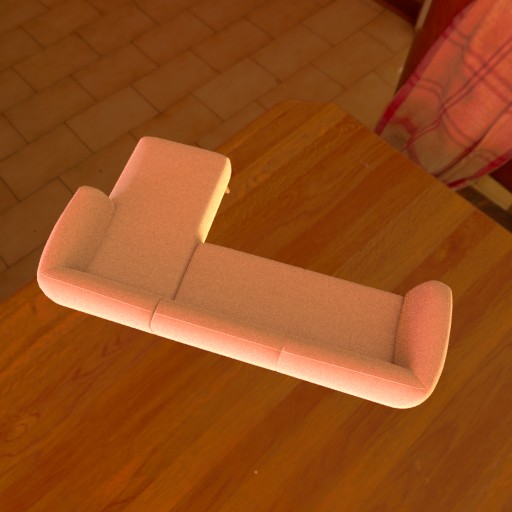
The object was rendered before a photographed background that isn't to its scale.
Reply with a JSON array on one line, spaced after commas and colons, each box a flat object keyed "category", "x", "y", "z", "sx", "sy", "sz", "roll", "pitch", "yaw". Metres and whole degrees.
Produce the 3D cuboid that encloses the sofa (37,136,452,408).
[{"category": "sofa", "x": 0.000, "y": 0.000, "z": 3.275, "sx": 2.660, "sy": 0.730, "sz": 1.610, "roll": 15, "pitch": 65, "yaw": 7}]
